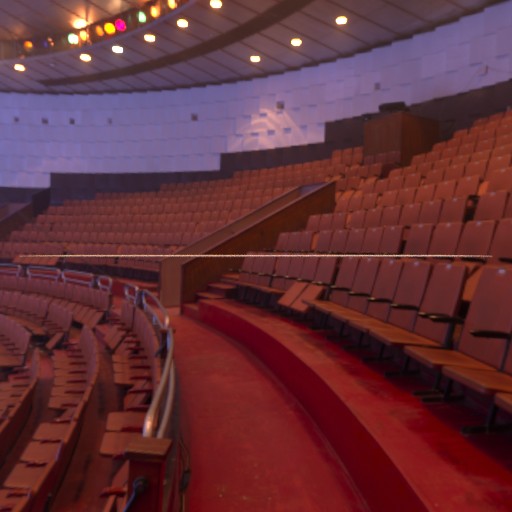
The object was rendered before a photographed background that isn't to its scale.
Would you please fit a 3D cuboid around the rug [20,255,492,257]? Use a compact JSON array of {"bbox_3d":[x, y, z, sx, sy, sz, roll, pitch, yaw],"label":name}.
[{"bbox_3d":[0.000,0.000,2.628,2.437,0.006,0.686,0,0,0],"label":"rug"}]
